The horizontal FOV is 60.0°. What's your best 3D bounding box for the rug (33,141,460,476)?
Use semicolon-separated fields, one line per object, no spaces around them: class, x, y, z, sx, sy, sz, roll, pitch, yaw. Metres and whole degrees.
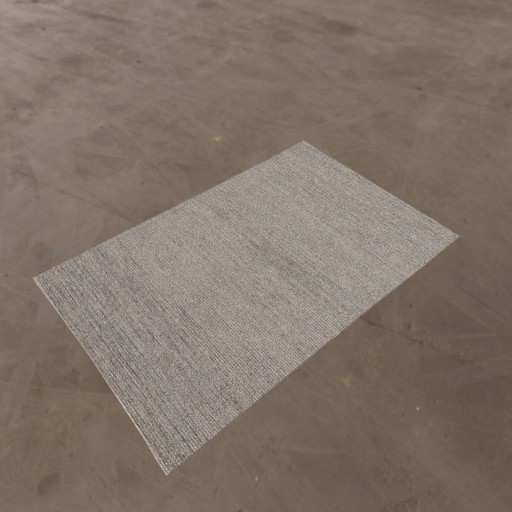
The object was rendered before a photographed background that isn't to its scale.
rug;0.000;0.000;2.203;1.804;0.022;1.162;-32;55;-26
